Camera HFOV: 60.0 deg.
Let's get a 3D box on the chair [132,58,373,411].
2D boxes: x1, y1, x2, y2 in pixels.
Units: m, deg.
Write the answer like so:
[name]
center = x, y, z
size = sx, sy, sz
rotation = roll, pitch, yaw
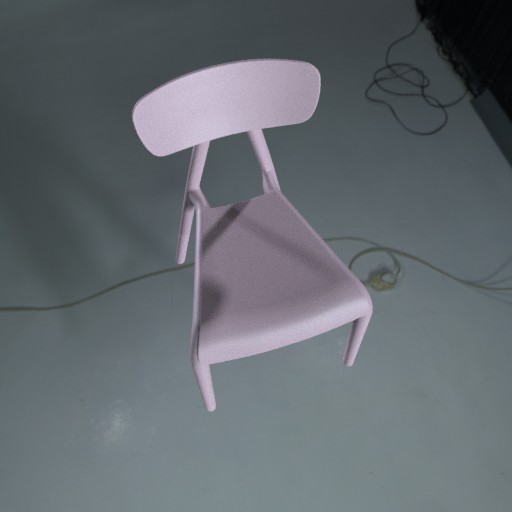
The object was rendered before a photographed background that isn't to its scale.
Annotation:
[chair]
center = 0.000, 0.000, 0.840
size = 0.356, 0.580, 0.401
rotation = -16, 64, -8
